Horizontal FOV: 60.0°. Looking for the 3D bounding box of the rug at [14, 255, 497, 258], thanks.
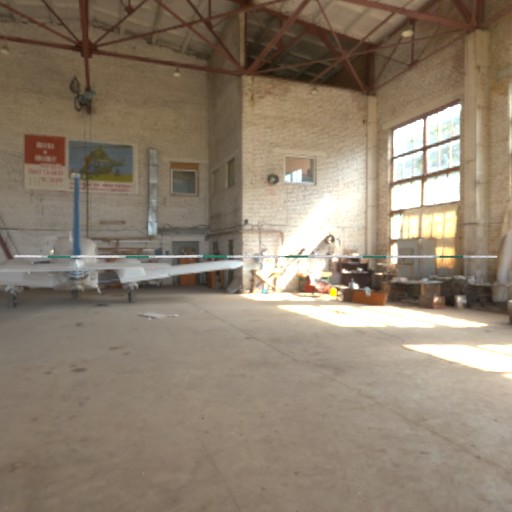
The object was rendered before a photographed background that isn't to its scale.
[{"bbox_3d":[0.000,0.000,2.986,2.436,0.015,1.521,0,0,0],"label":"rug"}]
